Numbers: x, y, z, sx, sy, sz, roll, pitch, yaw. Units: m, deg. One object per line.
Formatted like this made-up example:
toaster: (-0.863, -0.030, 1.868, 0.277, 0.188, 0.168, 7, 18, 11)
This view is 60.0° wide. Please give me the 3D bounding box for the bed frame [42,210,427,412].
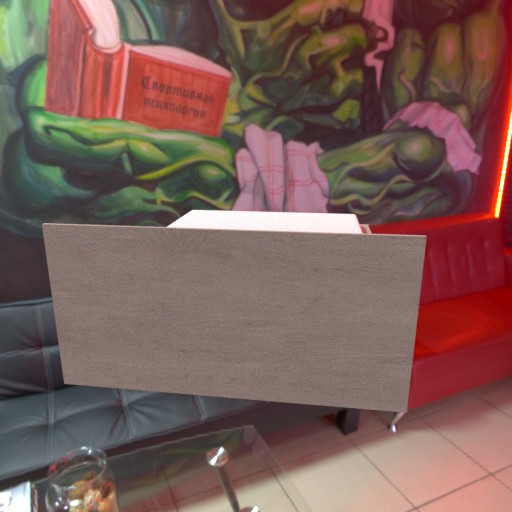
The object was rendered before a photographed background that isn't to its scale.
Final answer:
bed frame: (0.000, 0.000, 2.881, 1.622, 0.800, 1.960, 2, 17, 8)
